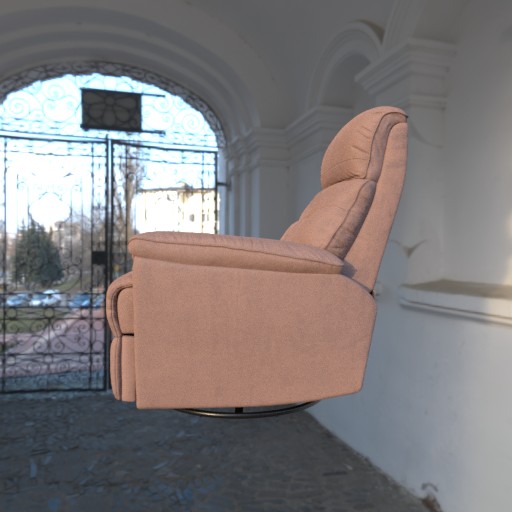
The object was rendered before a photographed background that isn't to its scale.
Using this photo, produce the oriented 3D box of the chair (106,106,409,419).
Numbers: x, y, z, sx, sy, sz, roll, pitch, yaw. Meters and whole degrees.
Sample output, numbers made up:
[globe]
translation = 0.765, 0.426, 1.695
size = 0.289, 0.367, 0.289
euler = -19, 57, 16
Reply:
[chair]
translation = 0.000, 0.000, 1.723
size = 1.004, 1.037, 0.820
euler = 0, 1, -1
